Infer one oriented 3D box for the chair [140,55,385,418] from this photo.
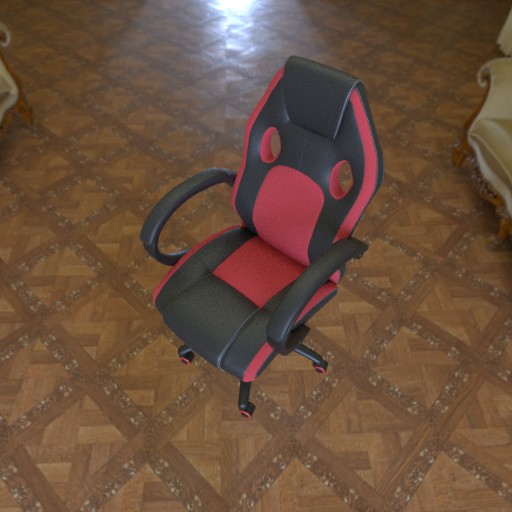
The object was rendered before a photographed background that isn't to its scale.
[{"bbox_3d":[0.000,0.000,1.621,0.673,1.187,0.724,33,55,27],"label":"chair"}]
